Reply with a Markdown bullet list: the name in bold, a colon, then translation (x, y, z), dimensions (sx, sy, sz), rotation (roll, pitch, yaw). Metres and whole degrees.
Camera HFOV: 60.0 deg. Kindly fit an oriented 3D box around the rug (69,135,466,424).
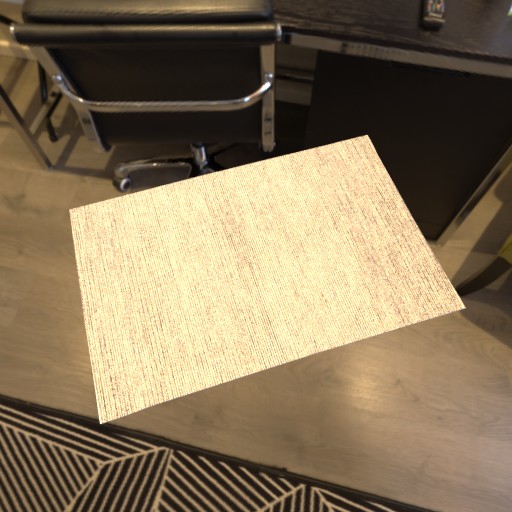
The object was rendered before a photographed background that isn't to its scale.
- **rug**: translation (0.000, 0.000, 2.273), dimensions (1.773, 0.021, 1.149), rotation (-16, 64, -8)
